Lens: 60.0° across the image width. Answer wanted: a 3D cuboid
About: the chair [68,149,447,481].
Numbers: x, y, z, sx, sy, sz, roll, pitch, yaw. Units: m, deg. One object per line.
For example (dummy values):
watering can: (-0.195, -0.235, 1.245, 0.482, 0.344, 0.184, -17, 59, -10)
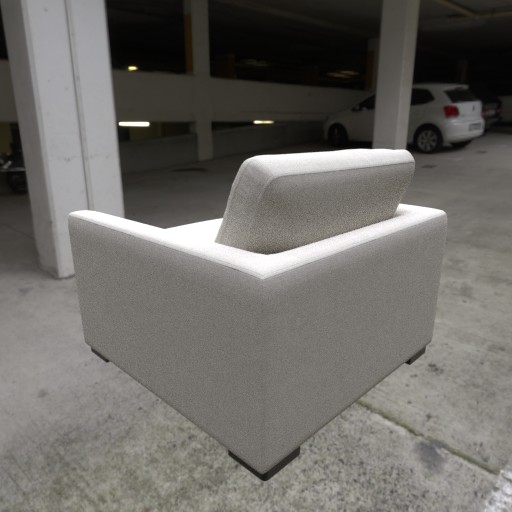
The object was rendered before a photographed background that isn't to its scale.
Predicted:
chair: (0.000, 0.000, 1.805, 1.100, 0.876, 1.070, 16, 24, 42)
